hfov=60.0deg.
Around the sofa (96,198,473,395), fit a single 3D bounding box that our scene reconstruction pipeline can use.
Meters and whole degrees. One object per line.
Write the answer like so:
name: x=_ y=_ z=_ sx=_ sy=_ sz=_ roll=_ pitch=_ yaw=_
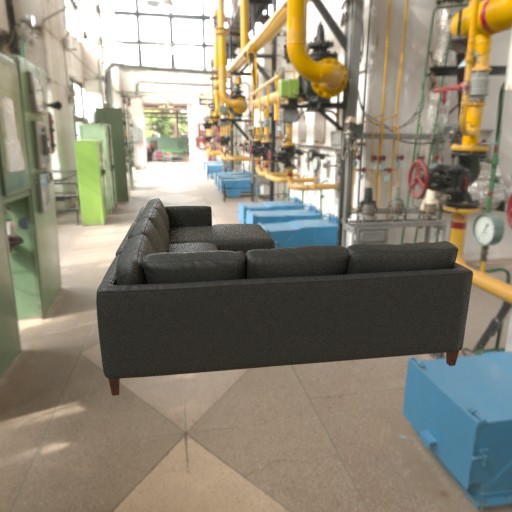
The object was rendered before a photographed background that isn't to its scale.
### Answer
sofa: x=0.000 y=0.000 z=4.604 sx=2.593 sy=0.923 sz=3.460 roll=-2 pitch=15 yaw=-9
